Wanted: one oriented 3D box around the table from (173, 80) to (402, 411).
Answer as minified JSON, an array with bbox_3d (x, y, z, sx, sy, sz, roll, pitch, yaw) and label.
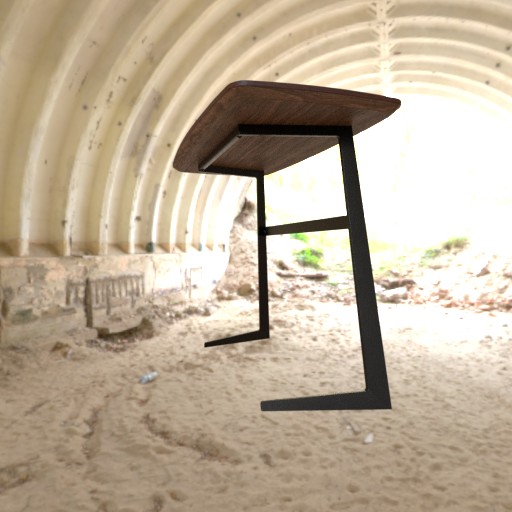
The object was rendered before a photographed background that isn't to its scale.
[{"bbox_3d":[0.000,0.000,1.127,0.361,0.576,0.804,0,1,-18],"label":"table"}]
